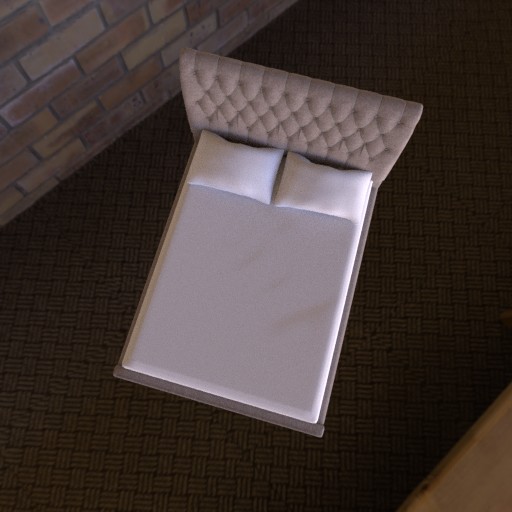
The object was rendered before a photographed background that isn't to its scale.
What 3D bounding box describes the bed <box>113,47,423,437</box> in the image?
[{"bbox_3d":[0.000,0.000,3.307,1.645,1.371,2.252,15,76,4],"label":"bed"}]
